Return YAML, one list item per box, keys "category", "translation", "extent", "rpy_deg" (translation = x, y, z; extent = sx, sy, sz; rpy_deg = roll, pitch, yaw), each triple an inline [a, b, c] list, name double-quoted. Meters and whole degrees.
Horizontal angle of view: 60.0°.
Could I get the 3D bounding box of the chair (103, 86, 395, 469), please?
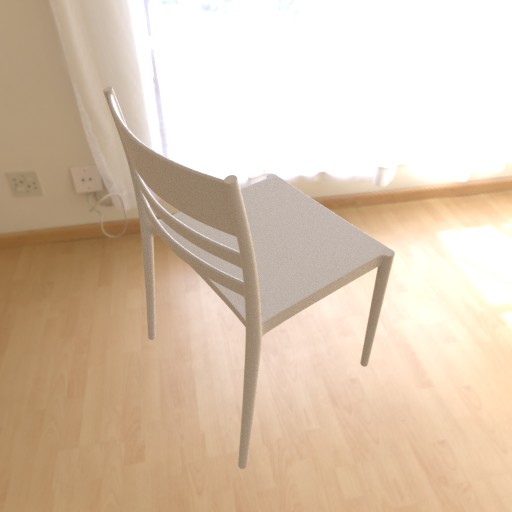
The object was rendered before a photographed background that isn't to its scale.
- category: "chair"
  translation: [0.000, 0.000, 1.118]
  extent: [0.511, 0.800, 0.531]
  rpy_deg: [-25, 46, -27]
